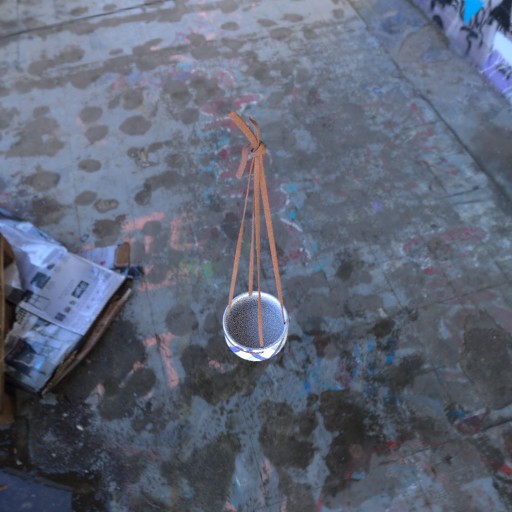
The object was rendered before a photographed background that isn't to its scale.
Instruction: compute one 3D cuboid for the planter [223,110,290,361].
[{"bbox_3d":[0.000,0.000,0.850,0.166,0.751,0.166,-15,58,-9],"label":"planter"}]
